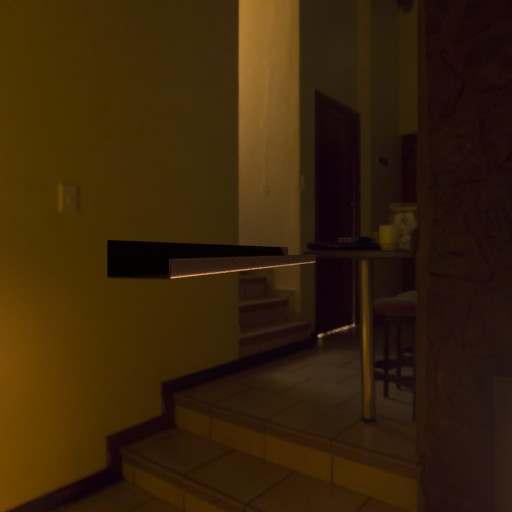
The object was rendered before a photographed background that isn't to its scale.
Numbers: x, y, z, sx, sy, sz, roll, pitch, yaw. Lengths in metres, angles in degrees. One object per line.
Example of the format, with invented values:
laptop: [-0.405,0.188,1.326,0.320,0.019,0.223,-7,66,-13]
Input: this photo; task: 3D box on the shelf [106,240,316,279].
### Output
shelf: [0.000,0.000,0.984,0.092,0.049,0.924,0,1,18]
